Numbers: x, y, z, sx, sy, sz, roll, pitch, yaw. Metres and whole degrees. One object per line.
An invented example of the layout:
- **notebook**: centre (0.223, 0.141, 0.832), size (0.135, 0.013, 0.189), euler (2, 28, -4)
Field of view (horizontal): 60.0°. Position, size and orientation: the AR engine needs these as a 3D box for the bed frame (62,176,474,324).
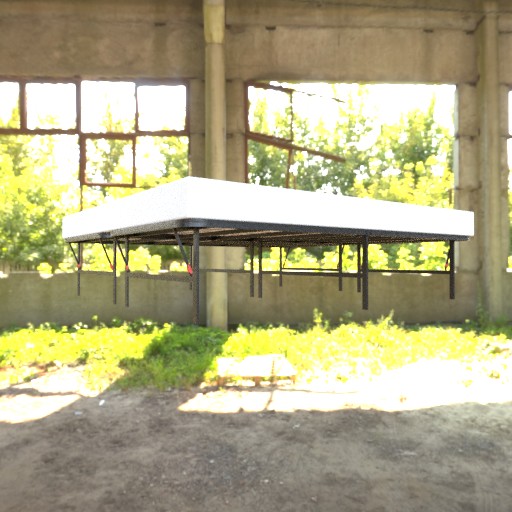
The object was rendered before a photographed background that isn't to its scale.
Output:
- **bed frame**: centre (0.000, 0.000, 3.000), size (2.032, 0.559, 1.930), euler (0, -1, -36)
